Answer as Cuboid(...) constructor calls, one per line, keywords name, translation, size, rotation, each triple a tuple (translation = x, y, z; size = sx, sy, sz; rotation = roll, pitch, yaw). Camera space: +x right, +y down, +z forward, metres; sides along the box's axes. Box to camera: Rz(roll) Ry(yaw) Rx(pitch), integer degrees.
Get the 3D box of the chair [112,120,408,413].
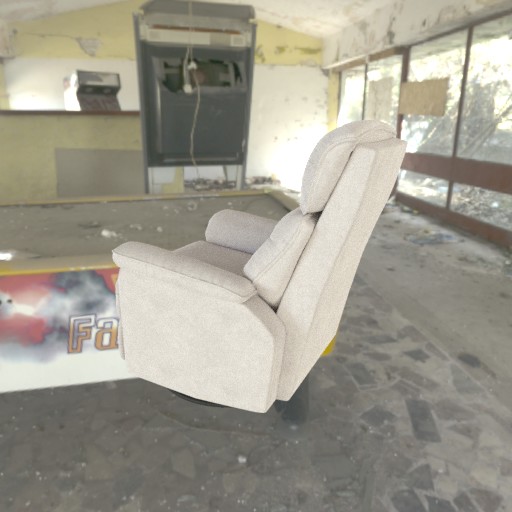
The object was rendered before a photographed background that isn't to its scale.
Cuboid(name="chair", translation=(0.000, 0.000, 1.769), size=(1.001, 1.039, 0.820), rotation=(8, 19, 25))
